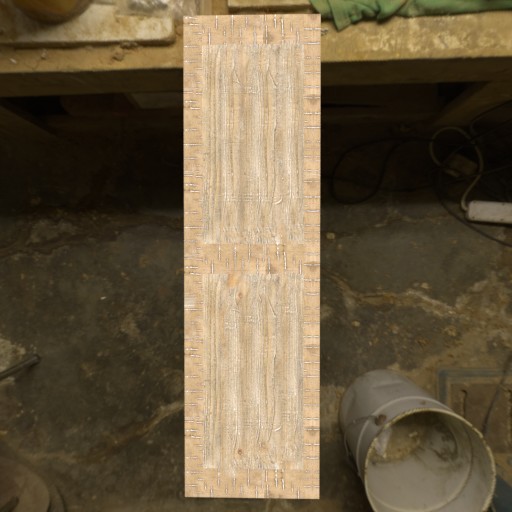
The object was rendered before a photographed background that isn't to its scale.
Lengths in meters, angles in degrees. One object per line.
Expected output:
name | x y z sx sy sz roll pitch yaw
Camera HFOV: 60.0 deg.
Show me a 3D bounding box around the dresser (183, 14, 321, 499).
dresser | 0.000 0.000 1.998 0.457 1.016 1.626 0 91 2
